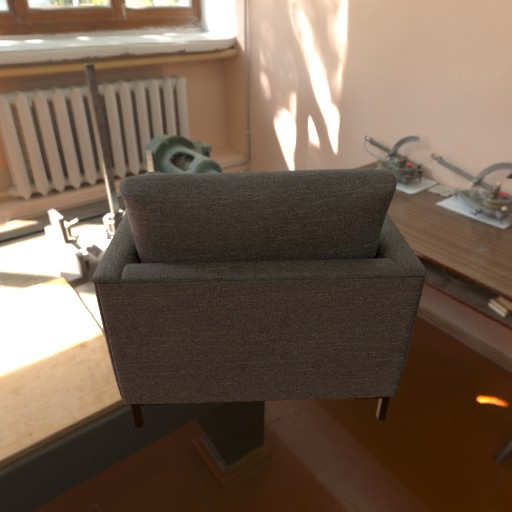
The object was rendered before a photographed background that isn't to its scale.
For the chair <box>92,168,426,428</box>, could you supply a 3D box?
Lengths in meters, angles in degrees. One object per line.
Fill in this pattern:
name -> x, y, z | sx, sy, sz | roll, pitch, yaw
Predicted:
chair -> 0.000, 0.000, 1.643 | 0.940, 0.841, 0.845 | -1, 31, -2
